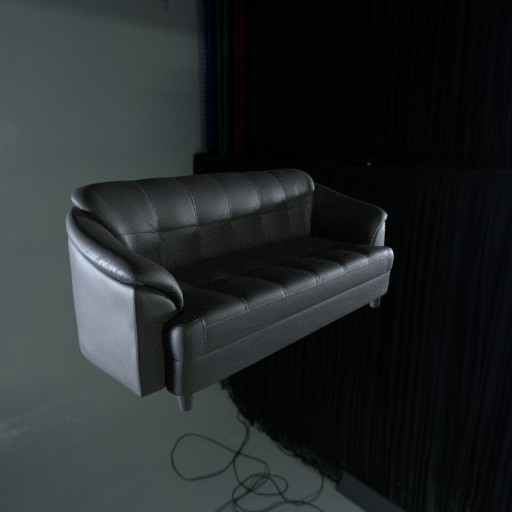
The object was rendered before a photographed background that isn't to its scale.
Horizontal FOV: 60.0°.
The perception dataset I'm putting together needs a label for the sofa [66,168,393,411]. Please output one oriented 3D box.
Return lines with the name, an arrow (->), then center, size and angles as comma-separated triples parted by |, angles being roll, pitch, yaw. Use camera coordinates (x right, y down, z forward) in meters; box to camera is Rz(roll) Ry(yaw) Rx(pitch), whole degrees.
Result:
sofa -> 0.000, 0.000, 2.323 | 0.800, 0.811, 1.829 | 13, 20, 41
